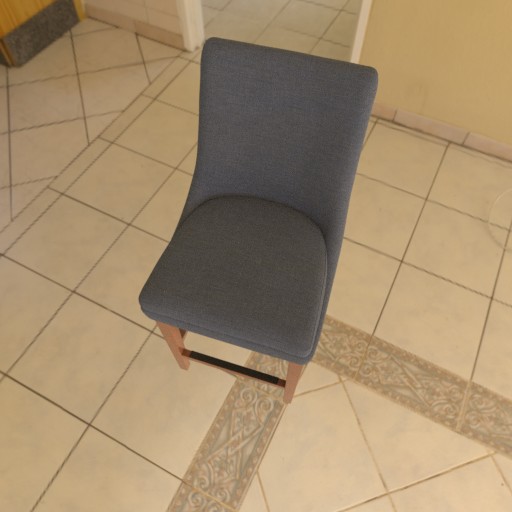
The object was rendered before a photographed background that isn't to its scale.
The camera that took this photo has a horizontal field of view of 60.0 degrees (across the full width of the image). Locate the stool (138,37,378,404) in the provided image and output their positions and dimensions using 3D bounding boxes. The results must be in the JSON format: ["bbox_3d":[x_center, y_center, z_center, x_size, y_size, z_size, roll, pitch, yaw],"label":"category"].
[{"bbox_3d":[0.000,0.000,1.297,0.470,0.981,0.577,15,60,9],"label":"stool"}]
